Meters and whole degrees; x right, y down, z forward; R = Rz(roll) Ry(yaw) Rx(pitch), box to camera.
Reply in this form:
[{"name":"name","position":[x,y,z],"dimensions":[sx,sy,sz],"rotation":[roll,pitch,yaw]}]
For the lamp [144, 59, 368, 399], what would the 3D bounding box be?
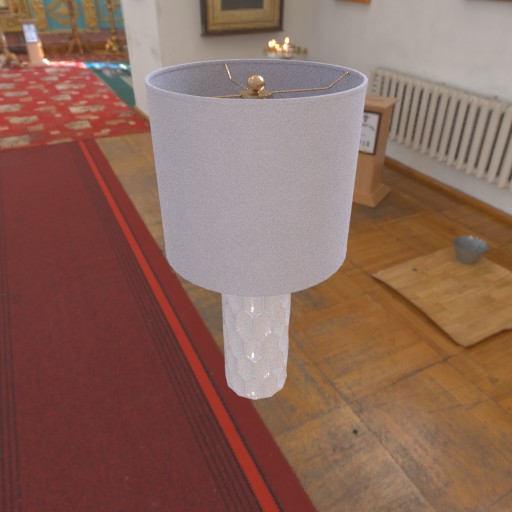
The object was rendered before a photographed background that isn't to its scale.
[{"name":"lamp","position":[0.000,0.000,0.700],"dimensions":[0.277,0.537,0.277],"rotation":[10,33,15]}]
